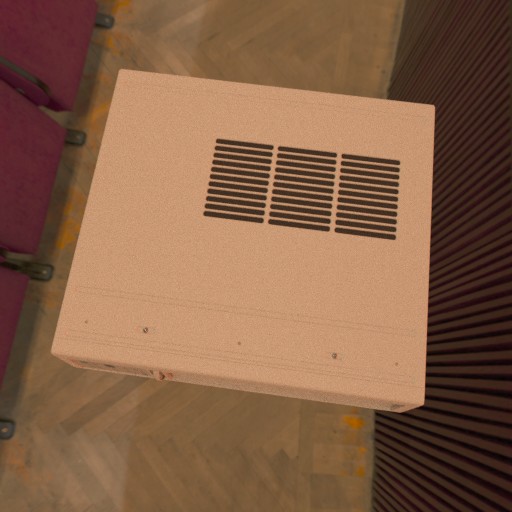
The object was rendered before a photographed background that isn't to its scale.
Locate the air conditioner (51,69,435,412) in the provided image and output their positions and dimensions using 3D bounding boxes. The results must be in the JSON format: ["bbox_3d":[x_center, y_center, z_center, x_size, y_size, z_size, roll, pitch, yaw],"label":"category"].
[{"bbox_3d":[0.000,0.000,1.040,0.645,0.455,0.599,7,76,2],"label":"air conditioner"}]
